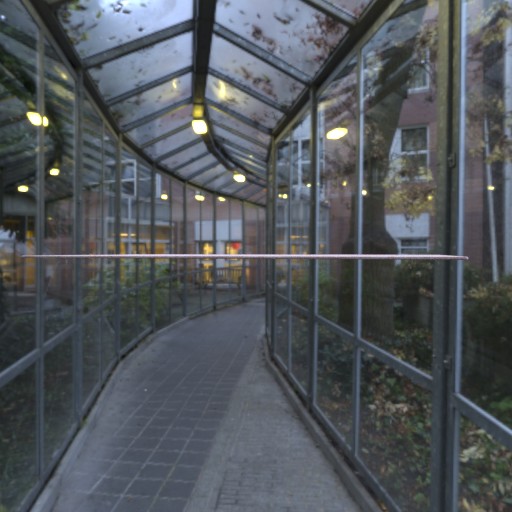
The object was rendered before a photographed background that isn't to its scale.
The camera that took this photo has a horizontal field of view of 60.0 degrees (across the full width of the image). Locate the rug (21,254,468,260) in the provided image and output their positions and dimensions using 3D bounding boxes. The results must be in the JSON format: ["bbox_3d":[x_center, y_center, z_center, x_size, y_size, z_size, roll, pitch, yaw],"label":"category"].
[{"bbox_3d":[0.000,0.000,2.963,2.390,0.015,1.609,0,0,18],"label":"rug"}]
